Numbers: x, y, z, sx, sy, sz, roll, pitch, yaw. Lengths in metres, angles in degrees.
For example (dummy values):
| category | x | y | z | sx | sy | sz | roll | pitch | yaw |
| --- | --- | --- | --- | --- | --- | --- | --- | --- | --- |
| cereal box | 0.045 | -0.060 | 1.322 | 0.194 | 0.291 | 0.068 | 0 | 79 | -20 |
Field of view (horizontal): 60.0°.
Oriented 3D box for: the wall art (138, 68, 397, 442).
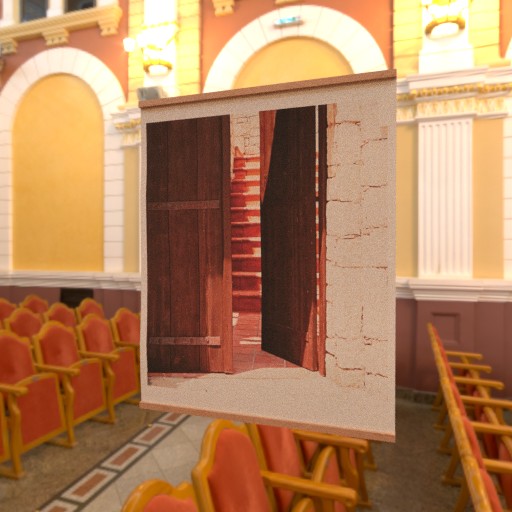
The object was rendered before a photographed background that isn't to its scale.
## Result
| category | x | y | z | sx | sy | sz | roll | pitch | yaw |
| --- | --- | --- | --- | --- | --- | --- | --- | --- | --- |
| wall art | 0.000 | 0.000 | 0.674 | 0.406 | 0.508 | 0.013 | 0 | 1 | 19 |
